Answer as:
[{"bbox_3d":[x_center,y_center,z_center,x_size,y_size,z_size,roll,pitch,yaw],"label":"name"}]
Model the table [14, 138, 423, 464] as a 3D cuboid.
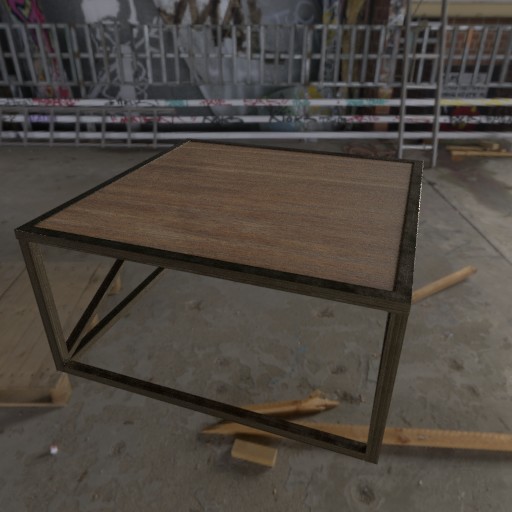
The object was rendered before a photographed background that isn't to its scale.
[{"bbox_3d":[0.000,0.000,1.404,0.909,0.451,0.899,10,31,17],"label":"table"}]
